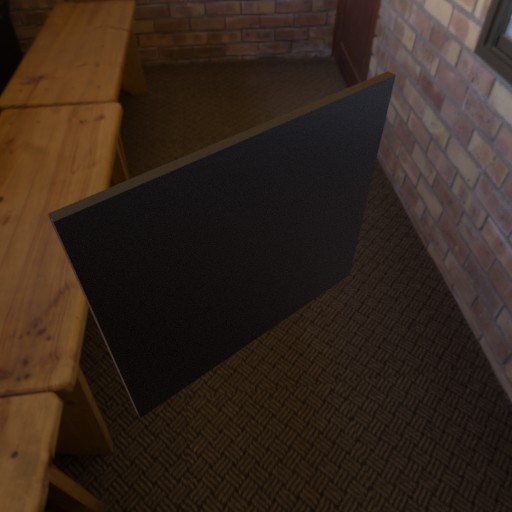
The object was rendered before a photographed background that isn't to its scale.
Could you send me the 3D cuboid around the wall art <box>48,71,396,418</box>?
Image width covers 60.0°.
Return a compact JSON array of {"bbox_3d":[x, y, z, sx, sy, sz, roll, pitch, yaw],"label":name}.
[{"bbox_3d":[0.000,0.000,0.524,0.383,0.332,0.012,-30,53,-26],"label":"wall art"}]
